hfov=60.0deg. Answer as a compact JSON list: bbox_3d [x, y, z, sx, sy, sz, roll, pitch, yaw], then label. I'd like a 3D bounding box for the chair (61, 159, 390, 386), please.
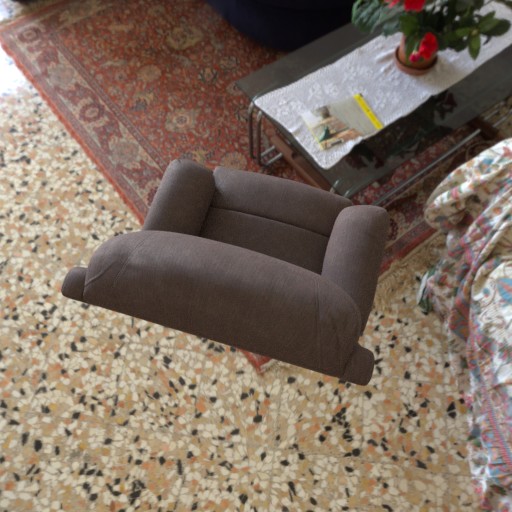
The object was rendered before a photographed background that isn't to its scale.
[{"bbox_3d":[0.000,0.000,1.698,0.930,1.011,0.899,15,65,7],"label":"chair"}]
